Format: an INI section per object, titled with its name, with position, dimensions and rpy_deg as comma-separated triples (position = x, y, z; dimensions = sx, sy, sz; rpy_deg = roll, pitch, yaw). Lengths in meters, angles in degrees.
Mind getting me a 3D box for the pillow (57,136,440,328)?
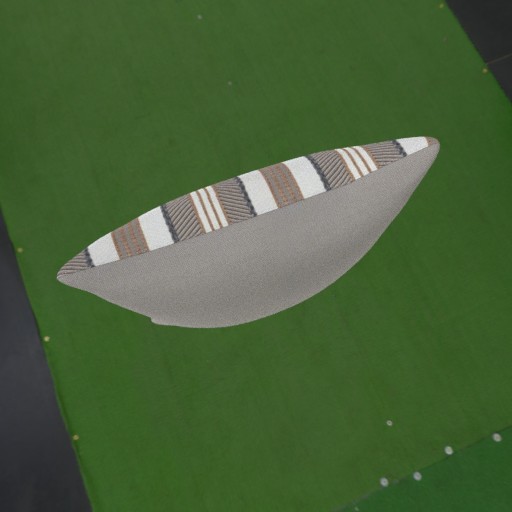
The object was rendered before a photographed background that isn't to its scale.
[pillow]
position = 0.000, 0.000, 0.639
dimensions = 0.416, 0.401, 0.173
rpy_deg = -20, 76, -5
